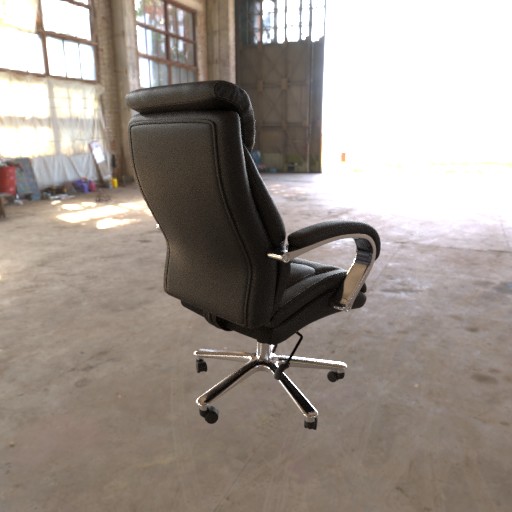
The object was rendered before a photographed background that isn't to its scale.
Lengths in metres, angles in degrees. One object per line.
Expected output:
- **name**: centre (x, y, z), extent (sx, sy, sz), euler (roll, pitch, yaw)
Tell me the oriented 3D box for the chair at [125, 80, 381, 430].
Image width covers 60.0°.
- **chair**: centre (0.000, 0.000, 1.703), extent (0.790, 1.183, 0.755), euler (-14, 20, -43)
